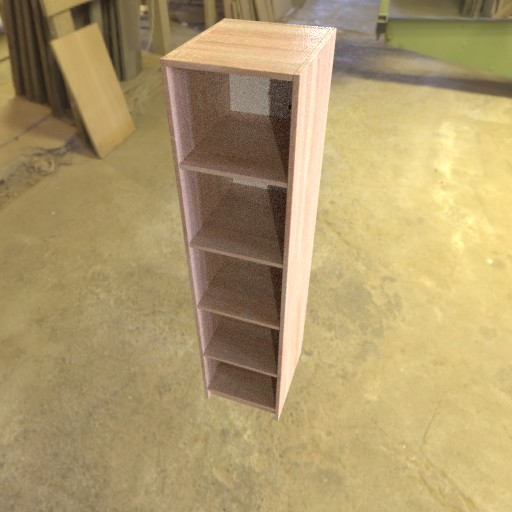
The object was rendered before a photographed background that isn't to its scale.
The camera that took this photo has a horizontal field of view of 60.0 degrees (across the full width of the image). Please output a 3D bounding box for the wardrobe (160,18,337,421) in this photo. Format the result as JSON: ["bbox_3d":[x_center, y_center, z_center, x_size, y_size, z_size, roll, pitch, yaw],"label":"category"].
[{"bbox_3d":[0.000,0.000,2.352,0.496,2.117,0.588,13,42,14],"label":"wardrobe"}]
